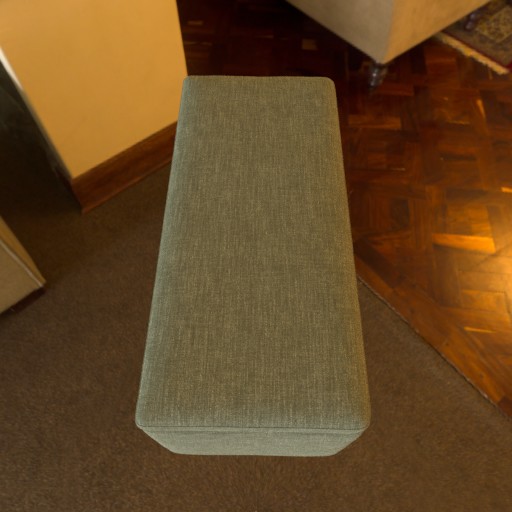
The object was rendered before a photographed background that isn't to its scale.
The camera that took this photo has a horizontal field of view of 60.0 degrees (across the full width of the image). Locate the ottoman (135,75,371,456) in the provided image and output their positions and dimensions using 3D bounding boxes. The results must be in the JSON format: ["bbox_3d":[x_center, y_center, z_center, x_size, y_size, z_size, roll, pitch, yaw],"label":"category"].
[{"bbox_3d":[0.000,0.000,1.118,0.419,0.432,0.902,1,60,0],"label":"ottoman"}]
